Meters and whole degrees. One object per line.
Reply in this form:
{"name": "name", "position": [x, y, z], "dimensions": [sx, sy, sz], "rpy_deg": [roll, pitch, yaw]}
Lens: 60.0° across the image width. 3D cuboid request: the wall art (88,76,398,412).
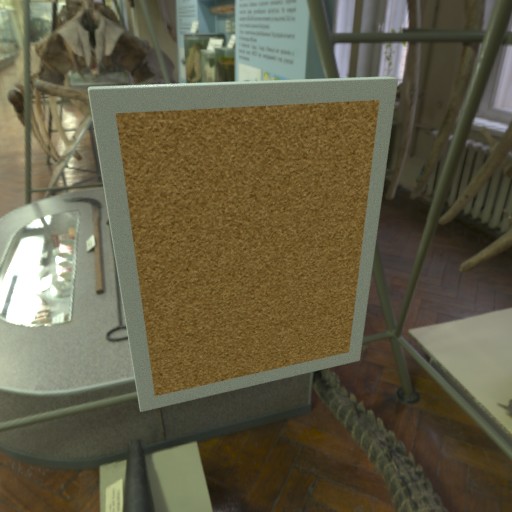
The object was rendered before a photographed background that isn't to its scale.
{"name": "wall art", "position": [0.000, 0.000, 0.758], "dimensions": [0.454, 0.556, 0.028], "rpy_deg": [-9, 28, -16]}
